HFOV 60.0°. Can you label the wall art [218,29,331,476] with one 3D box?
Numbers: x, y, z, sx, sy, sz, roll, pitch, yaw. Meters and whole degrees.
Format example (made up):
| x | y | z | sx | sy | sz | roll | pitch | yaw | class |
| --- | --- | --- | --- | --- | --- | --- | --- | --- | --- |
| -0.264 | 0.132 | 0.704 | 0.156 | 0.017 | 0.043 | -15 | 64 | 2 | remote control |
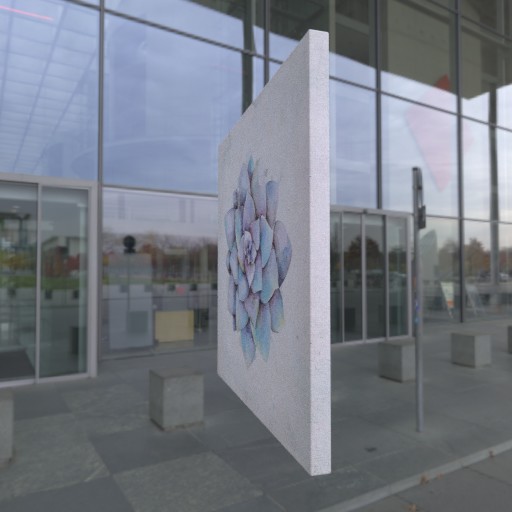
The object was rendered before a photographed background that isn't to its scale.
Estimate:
| x | y | z | sx | sy | sz | roll | pitch | yaw | class |
| --- | --- | --- | --- | --- | --- | --- | --- | --- | --- |
| 0.000 | 0.000 | 1.123 | 0.038 | 0.762 | 0.762 | 1 | -2 | -17 | wall art |
